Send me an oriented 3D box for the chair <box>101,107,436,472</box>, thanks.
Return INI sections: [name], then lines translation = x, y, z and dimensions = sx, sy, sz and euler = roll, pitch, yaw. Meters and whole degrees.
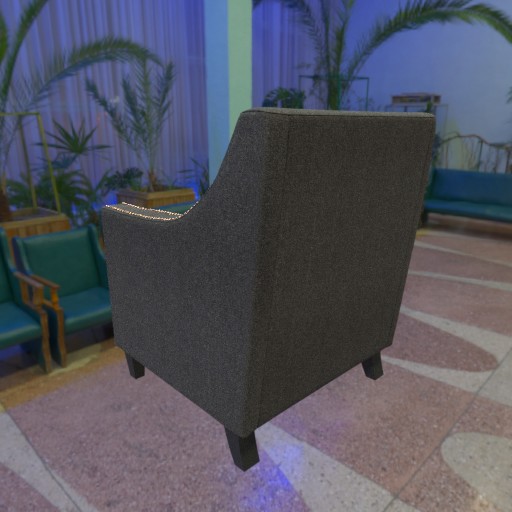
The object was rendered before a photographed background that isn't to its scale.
[chair]
translation = 0.000, 0.000, 1.571
dimensions = 0.776, 0.967, 0.884
euler = -15, 22, -41
